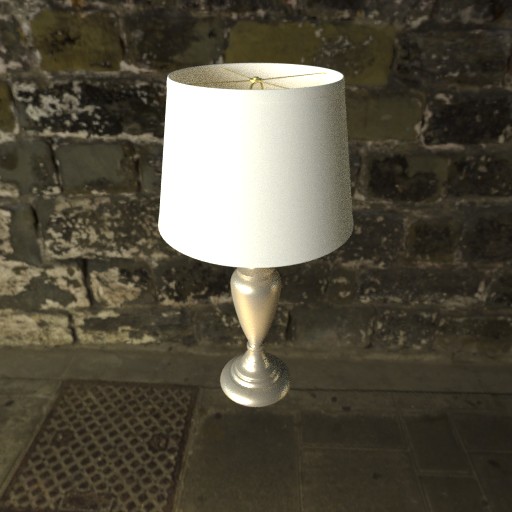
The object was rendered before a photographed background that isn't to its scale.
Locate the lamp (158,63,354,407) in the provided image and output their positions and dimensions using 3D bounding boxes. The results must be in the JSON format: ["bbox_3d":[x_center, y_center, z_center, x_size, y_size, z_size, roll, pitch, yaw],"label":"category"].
[{"bbox_3d":[0.000,0.000,0.798,0.328,0.612,0.328,0,30,0],"label":"lamp"}]
